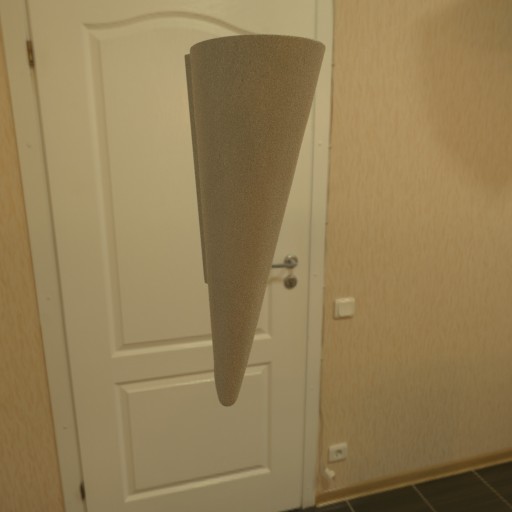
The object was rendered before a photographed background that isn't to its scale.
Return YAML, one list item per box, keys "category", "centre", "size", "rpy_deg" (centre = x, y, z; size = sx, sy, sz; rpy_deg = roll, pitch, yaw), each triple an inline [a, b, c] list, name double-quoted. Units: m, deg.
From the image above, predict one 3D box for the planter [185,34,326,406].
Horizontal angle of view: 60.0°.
- category: "planter"
  centre: [0.000, 0.000, 0.223]
  size: [0.057, 0.191, 0.064]
  rpy_deg: [-14, 20, -43]
